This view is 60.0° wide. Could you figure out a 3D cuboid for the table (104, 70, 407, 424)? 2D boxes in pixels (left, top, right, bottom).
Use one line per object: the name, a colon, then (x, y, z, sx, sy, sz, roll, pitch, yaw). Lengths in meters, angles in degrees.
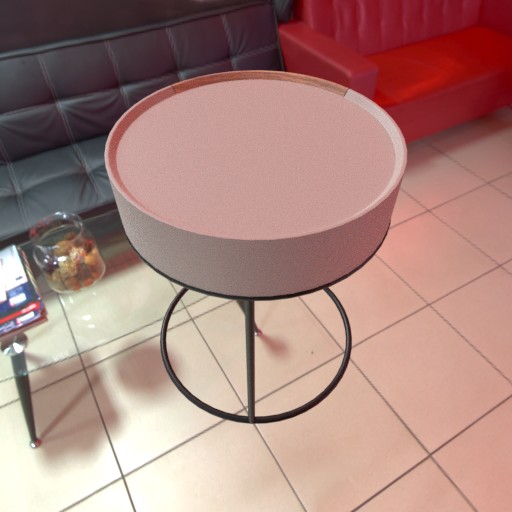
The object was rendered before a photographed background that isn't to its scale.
table: (0.000, 0.000, 0.864, 0.450, 0.530, 0.450, 0, 47, 0)
